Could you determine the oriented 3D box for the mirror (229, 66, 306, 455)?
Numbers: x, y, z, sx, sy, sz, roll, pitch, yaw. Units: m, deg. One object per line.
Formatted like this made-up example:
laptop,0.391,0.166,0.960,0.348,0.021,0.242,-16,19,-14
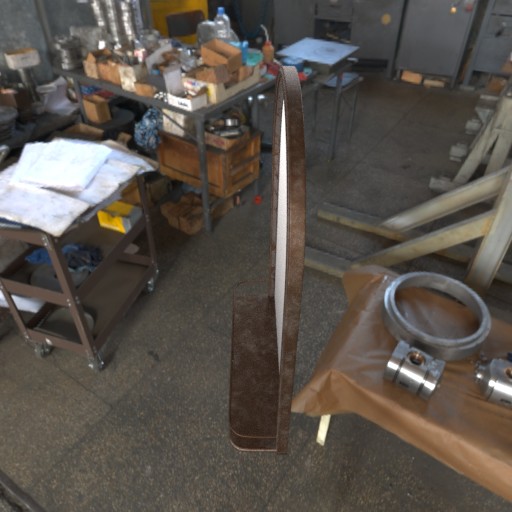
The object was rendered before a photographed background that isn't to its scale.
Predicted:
mirror,0.000,0.000,0.964,0.137,0.770,0.510,0,40,0
